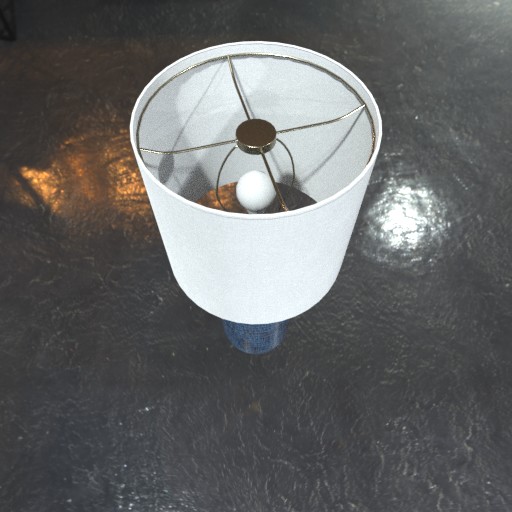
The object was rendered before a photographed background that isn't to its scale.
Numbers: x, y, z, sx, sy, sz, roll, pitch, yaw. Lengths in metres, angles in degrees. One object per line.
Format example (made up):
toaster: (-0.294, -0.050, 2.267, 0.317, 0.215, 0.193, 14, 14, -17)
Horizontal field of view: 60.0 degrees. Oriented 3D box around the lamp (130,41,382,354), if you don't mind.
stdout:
lamp: (0.000, 0.000, 0.594, 0.220, 0.475, 0.220, -1, 59, -1)
